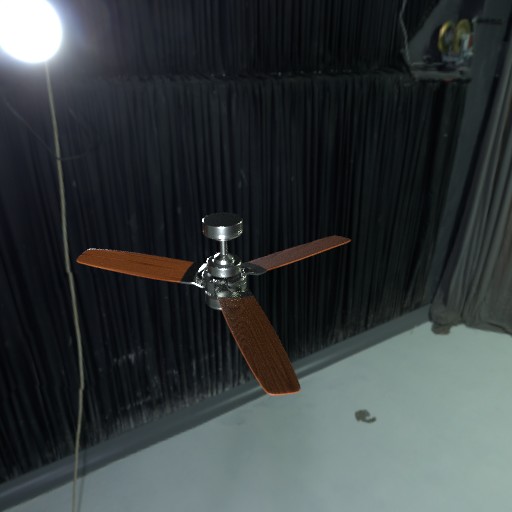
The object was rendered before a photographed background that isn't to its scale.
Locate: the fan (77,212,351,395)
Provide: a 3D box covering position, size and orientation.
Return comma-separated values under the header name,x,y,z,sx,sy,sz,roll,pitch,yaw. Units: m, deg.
name,x,y,z,sx,sy,sz,roll,pitch,yaw
fan,0.000,0.000,2.051,1.271,0.410,1.416,-18,31,-33
